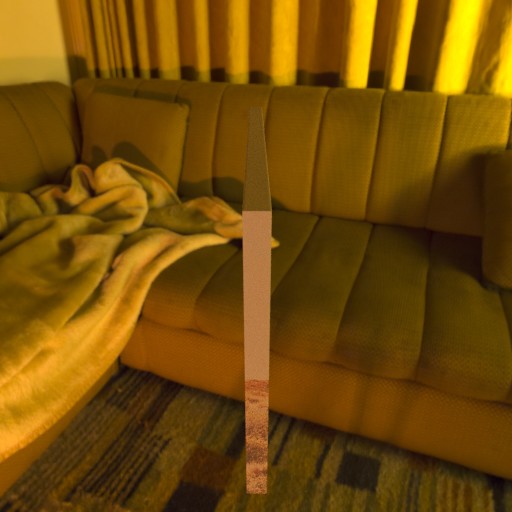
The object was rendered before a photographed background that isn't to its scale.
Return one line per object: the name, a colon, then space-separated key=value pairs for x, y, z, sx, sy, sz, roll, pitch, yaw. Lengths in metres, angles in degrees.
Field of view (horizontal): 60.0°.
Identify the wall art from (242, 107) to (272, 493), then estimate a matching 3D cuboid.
wall art: x=0.000 y=0.000 z=1.448 sx=0.051 sy=0.761 sz=1.138 roll=0 pitch=27 yaw=0
